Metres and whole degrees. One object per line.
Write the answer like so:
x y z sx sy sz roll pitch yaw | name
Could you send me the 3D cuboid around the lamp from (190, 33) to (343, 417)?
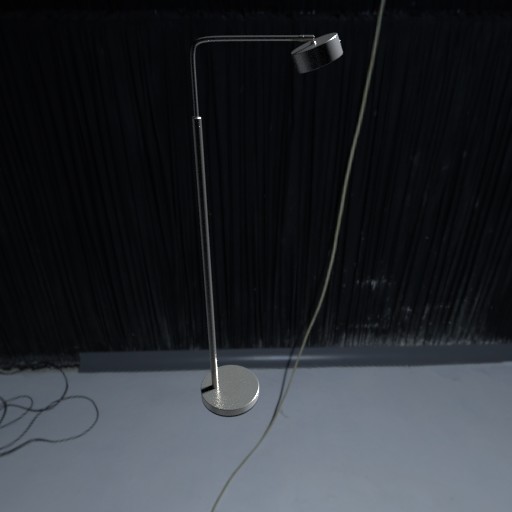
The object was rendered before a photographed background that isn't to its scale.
0.000 0.000 1.386 0.421 1.250 0.222 0 32 0 | lamp
